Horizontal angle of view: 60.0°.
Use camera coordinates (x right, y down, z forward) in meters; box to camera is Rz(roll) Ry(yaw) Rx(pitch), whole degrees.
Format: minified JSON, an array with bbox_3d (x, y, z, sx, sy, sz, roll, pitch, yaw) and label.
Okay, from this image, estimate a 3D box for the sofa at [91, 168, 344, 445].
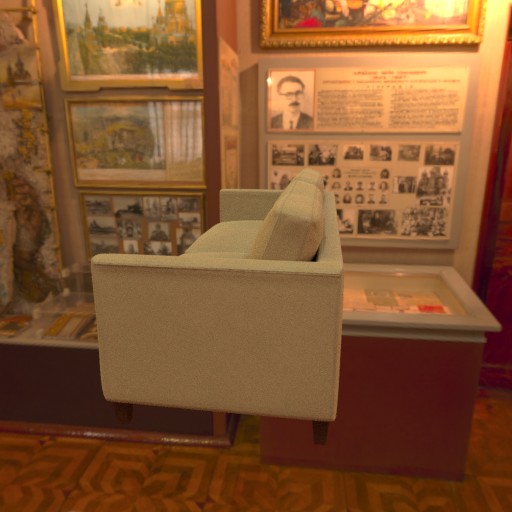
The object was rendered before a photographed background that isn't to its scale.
[{"bbox_3d":[0.000,0.000,2.644,0.948,0.932,2.181,2,16,8],"label":"sofa"}]
